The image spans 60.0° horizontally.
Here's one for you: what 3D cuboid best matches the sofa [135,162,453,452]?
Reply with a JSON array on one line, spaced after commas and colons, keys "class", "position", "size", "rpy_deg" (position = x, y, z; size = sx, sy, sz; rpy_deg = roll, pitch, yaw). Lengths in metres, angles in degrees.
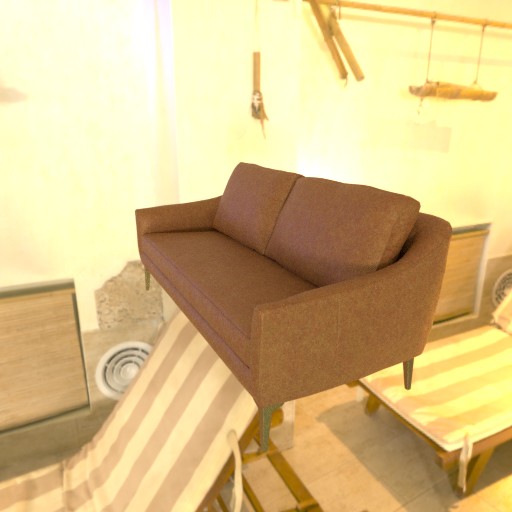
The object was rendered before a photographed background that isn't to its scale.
[{"class": "sofa", "position": [0.000, 0.000, 2.605], "size": [0.981, 0.945, 2.036], "rpy_deg": [-8, 19, -25]}]
